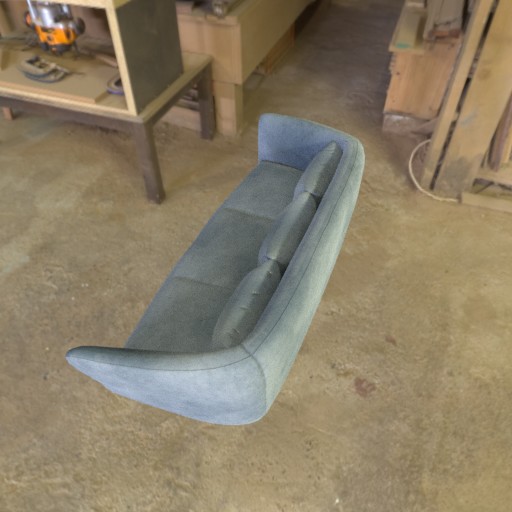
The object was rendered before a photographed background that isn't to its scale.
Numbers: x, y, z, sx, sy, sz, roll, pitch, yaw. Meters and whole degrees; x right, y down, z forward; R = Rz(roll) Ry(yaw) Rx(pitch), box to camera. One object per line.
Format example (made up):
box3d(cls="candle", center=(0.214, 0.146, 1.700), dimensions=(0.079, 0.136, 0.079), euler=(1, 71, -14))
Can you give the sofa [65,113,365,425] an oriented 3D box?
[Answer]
box3d(cls="sofa", center=(0.000, 0.000, 2.544), dimensions=(0.849, 0.795, 2.095), euler=(17, 49, 16))
